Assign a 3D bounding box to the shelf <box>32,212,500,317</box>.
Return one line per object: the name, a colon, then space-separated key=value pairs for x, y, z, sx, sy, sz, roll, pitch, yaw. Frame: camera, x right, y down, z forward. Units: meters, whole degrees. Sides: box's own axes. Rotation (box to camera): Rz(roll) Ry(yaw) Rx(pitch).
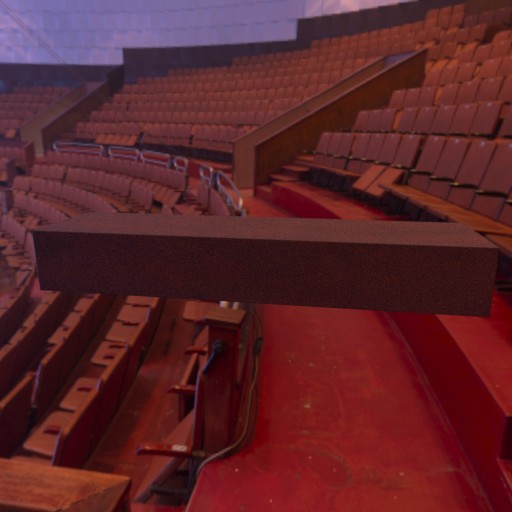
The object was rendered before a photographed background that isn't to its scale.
shelf: x=0.000 y=0.000 z=0.652 sx=0.607 sy=0.088 sz=0.152 roll=3 pitch=16 yaw=9
